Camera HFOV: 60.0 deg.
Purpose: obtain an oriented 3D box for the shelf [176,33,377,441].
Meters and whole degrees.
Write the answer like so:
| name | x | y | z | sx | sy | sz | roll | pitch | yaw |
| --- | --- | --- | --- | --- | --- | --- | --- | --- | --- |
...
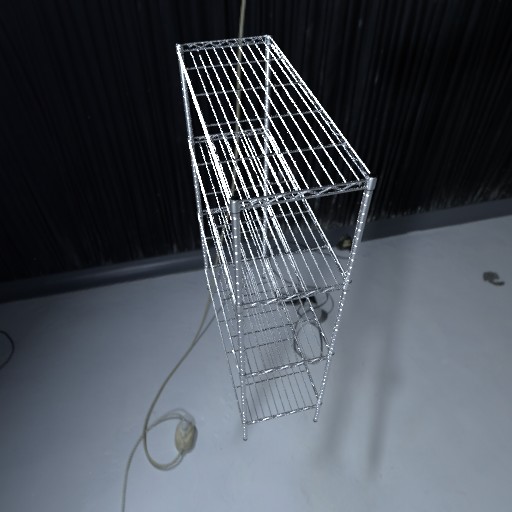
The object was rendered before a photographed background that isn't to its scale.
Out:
| name | x | y | z | sx | sy | sz | roll | pitch | yaw |
| --- | --- | --- | --- | --- | --- | --- | --- | --- | --- |
| shelf | 0.000 | 0.000 | 1.787 | 0.352 | 1.360 | 0.907 | -11 | 48 | -10 |
